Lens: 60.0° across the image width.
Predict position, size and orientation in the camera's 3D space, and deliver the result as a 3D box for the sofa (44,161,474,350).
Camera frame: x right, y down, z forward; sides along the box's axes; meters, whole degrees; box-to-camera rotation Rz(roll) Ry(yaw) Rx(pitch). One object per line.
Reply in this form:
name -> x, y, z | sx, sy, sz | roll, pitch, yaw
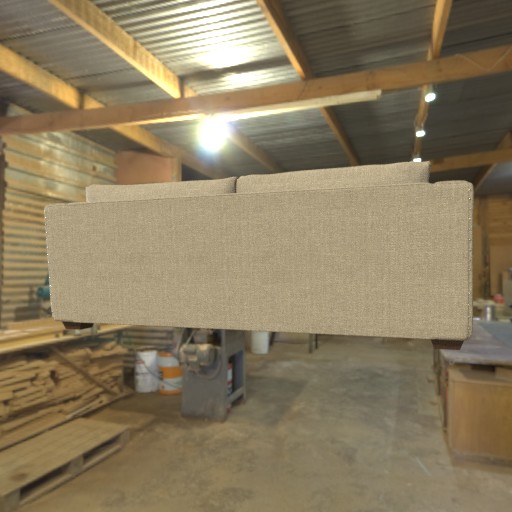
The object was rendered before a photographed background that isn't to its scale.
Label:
sofa -> 0.000, 0.000, 2.621 | 2.208, 0.857, 1.000 | -1, -2, 19
